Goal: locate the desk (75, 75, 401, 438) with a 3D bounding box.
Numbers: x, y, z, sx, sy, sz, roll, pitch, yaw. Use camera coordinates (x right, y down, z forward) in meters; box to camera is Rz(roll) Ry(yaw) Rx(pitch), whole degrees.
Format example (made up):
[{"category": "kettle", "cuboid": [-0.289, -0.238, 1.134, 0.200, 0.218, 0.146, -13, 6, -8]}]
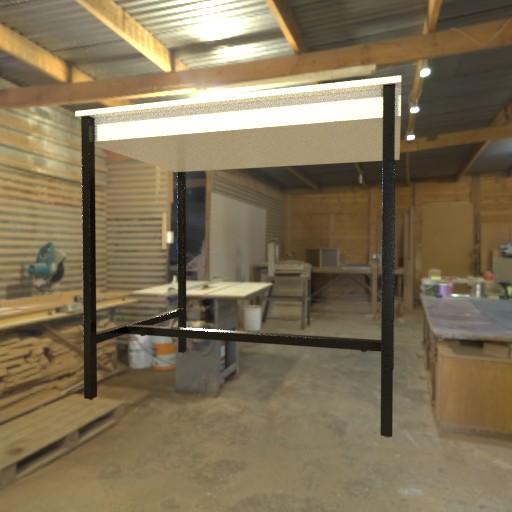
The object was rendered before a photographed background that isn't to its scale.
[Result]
[{"category": "desk", "cuboid": [0.000, 0.000, 1.321, 0.811, 0.766, 0.573, 0, 1, 18]}]
